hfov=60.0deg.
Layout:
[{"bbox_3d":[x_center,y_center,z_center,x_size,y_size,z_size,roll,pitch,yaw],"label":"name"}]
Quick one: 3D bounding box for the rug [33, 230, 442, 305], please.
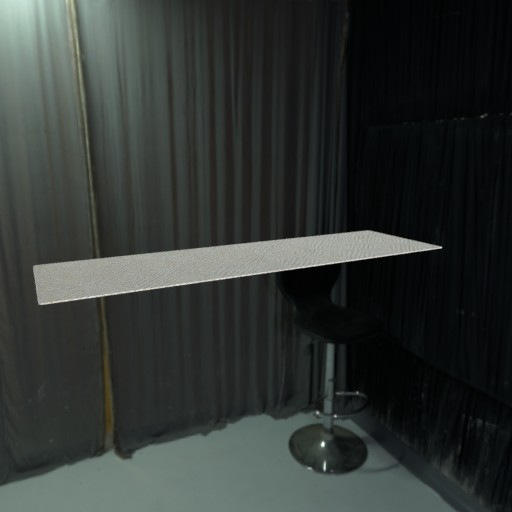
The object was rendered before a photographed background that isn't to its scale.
[{"bbox_3d":[0.000,0.000,2.541,2.277,0.008,0.676,-7,15,-27],"label":"rug"}]
